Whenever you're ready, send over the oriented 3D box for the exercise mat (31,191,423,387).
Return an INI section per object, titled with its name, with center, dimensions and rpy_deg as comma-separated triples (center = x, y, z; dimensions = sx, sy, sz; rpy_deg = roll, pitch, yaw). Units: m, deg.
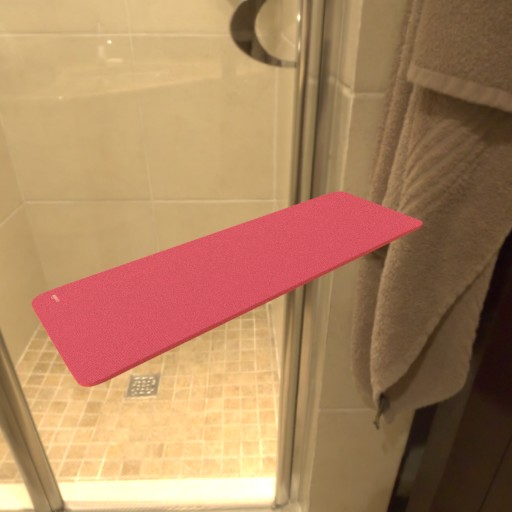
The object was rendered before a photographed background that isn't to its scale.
[exercise mat]
center = 0.000, 0.000, 2.093
dimensions = 1.884, 0.021, 0.616
rpy_deg = -22, 37, -33
